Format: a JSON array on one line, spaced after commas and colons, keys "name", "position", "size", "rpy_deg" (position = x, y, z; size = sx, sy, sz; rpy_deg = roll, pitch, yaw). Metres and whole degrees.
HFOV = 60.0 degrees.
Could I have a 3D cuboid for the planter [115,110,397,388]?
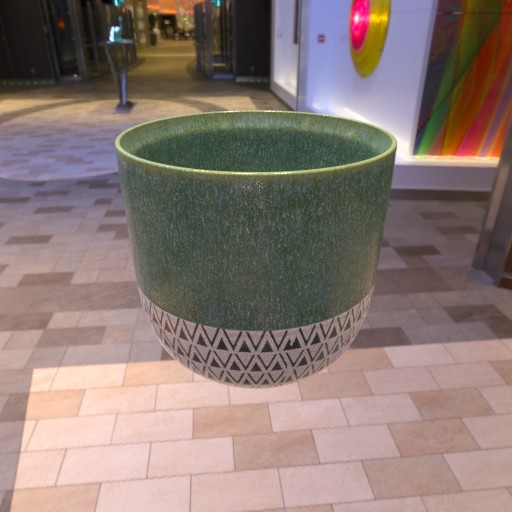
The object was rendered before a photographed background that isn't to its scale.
[{"name": "planter", "position": [0.000, 0.000, 0.494], "size": [0.266, 0.270, 0.266], "rpy_deg": [0, 27, 0]}]
